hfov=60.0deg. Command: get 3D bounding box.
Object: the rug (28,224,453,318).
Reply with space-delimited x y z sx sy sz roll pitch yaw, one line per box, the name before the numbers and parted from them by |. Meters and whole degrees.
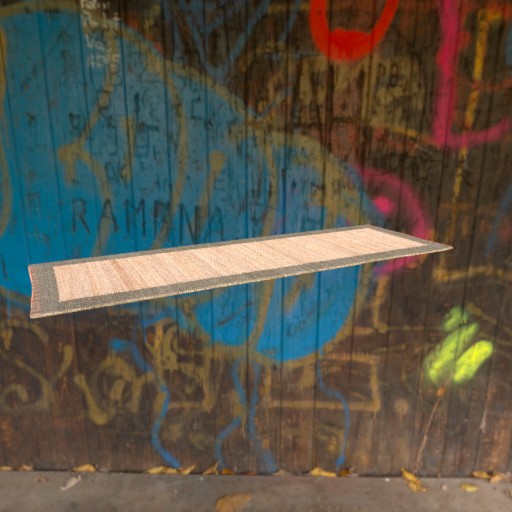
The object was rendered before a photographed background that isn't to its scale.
rug | 0.000 0.000 2.625 2.413 0.016 0.810 -8 17 -26
